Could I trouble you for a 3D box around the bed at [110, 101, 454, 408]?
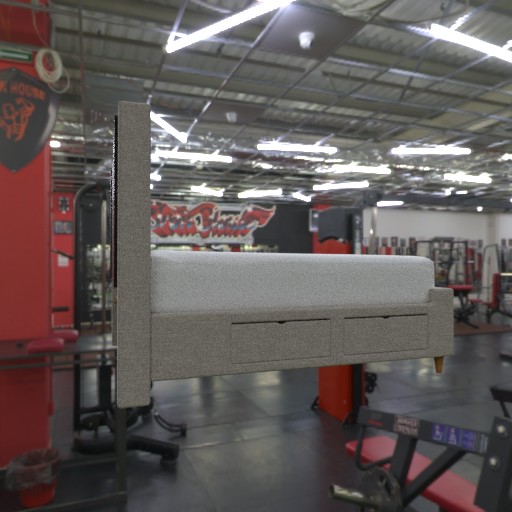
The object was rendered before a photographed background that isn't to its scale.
[{"bbox_3d":[0.000,0.000,3.827,2.372,1.748,2.044,0,-1,-19],"label":"bed"}]
